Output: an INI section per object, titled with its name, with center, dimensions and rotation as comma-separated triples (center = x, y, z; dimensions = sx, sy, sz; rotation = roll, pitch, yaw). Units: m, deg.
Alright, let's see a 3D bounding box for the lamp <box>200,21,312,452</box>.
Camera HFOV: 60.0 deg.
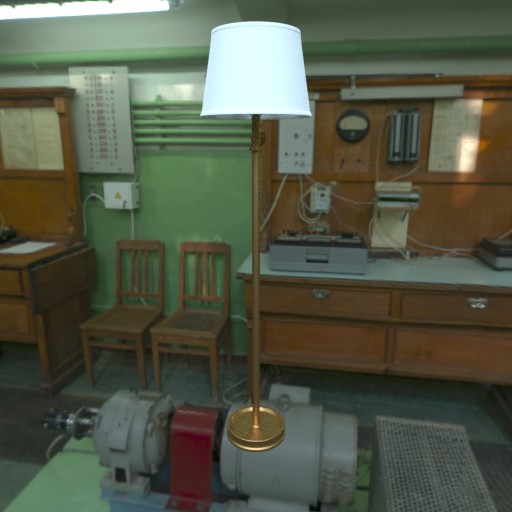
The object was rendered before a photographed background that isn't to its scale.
[lamp]
center = 0.000, 0.000, 0.773
dimensions = 0.178, 0.710, 0.178
rotation = 0, 15, 0
